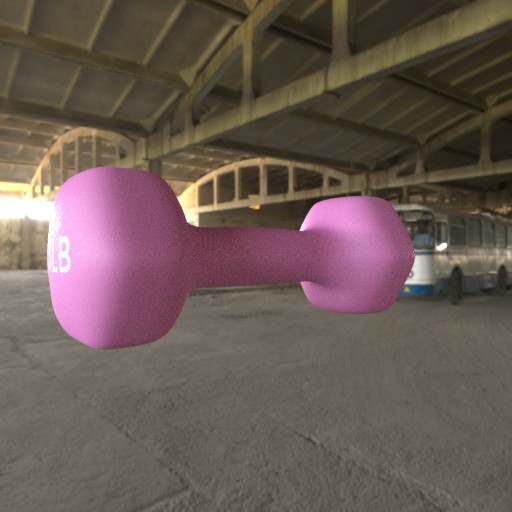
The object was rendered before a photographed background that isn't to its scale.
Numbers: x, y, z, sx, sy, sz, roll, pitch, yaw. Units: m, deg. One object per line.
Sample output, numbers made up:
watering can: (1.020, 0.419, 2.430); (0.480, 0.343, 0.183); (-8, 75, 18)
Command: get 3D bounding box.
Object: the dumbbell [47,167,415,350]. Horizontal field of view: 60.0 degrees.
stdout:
dumbbell: (0.000, 0.000, 0.187); (0.159, 0.058, 0.064); (-1, 1, -37)
